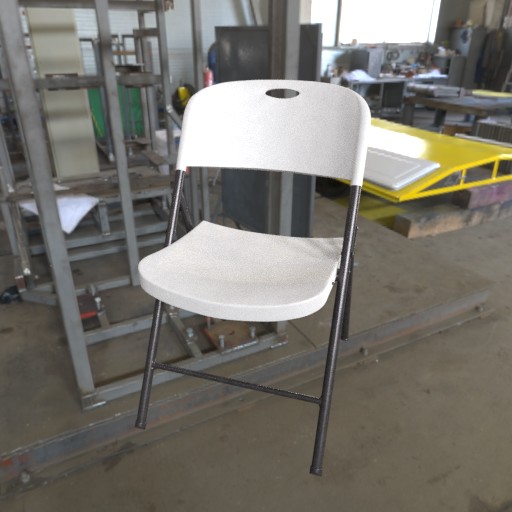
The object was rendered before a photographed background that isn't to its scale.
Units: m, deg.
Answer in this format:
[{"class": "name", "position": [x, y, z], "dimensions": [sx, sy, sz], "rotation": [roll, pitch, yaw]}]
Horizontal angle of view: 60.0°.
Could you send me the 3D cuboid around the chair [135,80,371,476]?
[{"class": "chair", "position": [0.000, 0.000, 1.150], "dimensions": [0.494, 0.810, 0.566], "rotation": [8, 27, 15]}]
